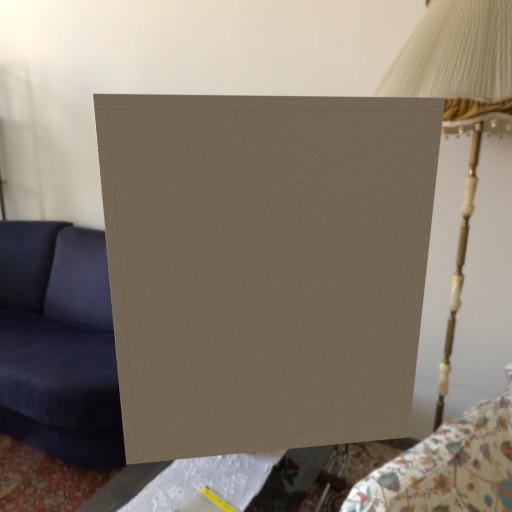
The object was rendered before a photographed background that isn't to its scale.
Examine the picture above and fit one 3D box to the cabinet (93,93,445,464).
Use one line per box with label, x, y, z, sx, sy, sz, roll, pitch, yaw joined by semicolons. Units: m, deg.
cabinet;0.000;0.000;0.730;0.400;0.470;0.360;-2;16;-8
